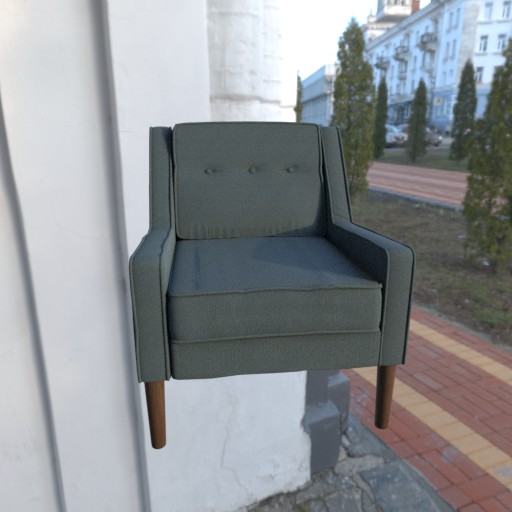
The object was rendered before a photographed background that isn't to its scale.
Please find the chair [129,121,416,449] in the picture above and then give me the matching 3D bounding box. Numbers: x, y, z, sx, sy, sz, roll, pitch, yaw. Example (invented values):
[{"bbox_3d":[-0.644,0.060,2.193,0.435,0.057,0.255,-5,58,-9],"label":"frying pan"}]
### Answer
[{"bbox_3d":[0.000,0.000,1.332,0.663,0.780,0.733,-2,16,-7],"label":"chair"}]
